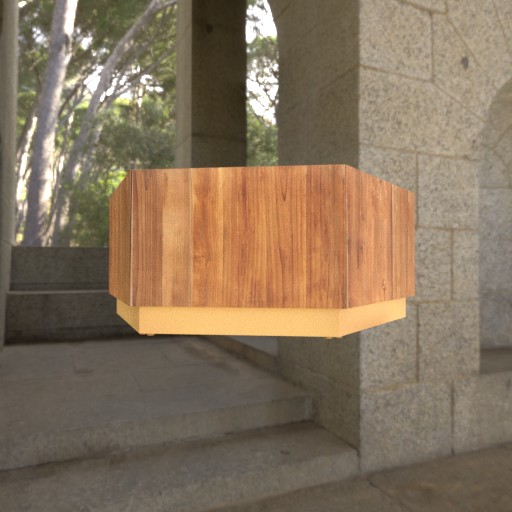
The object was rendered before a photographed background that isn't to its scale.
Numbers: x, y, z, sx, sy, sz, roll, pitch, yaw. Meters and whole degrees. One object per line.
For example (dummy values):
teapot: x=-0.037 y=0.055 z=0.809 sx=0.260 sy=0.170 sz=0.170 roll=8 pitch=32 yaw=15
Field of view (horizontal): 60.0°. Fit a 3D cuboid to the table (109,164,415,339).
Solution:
table: x=0.000 y=0.000 z=1.667 sx=1.000 sy=0.456 sz=1.154 roll=-1 pitch=-1 yaw=36
